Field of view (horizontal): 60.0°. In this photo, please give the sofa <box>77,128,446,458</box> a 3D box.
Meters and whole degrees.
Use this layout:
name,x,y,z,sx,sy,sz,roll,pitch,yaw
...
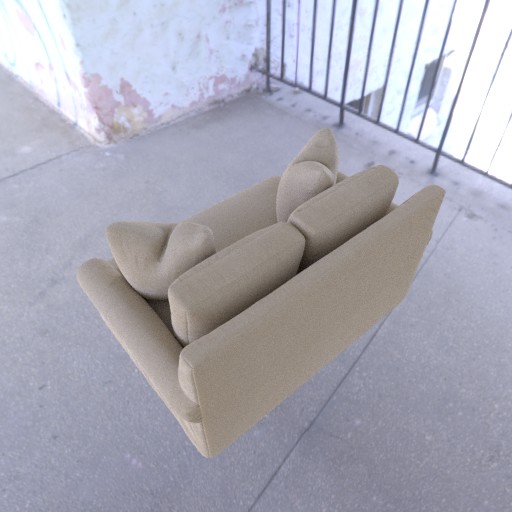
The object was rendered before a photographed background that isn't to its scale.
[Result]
name,x,y,z,sx,sy,sz,roll,pitch,yaw
sofa,0.000,0.000,2.247,1.550,0.905,1.070,-31,53,-27
